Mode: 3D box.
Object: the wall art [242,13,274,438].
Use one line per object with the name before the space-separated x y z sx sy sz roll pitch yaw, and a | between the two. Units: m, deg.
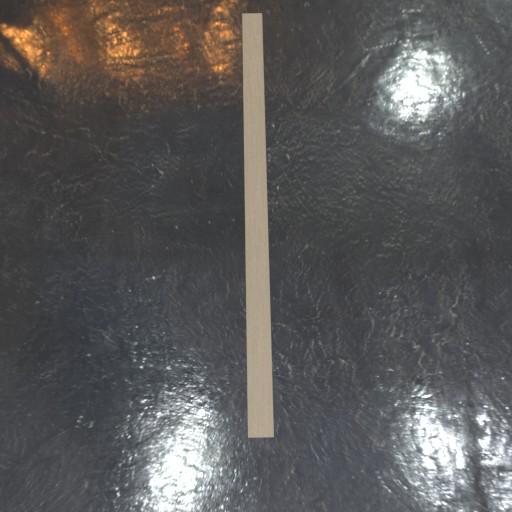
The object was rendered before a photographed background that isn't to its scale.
wall art | 0.000 0.000 1.119 0.038 0.758 0.761 -1 75 0
